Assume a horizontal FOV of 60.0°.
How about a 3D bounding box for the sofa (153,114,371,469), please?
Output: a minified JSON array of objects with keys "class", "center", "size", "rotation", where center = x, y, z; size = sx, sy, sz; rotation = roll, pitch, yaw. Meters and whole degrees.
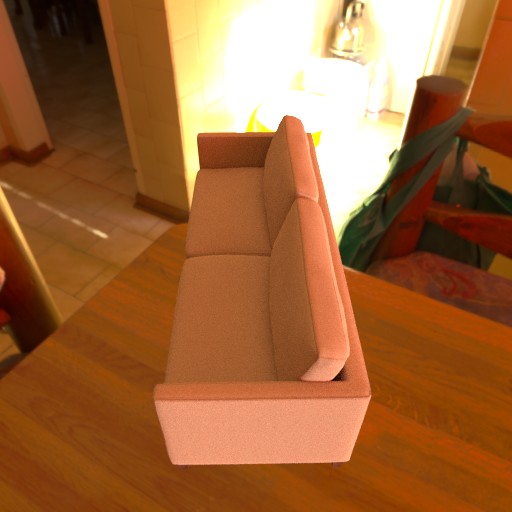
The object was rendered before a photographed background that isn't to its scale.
[{"class":"sofa","center":[0.000,0.000,2.869],"size":[0.951,0.968,2.361],"rotation":[-1,43,-1]}]
